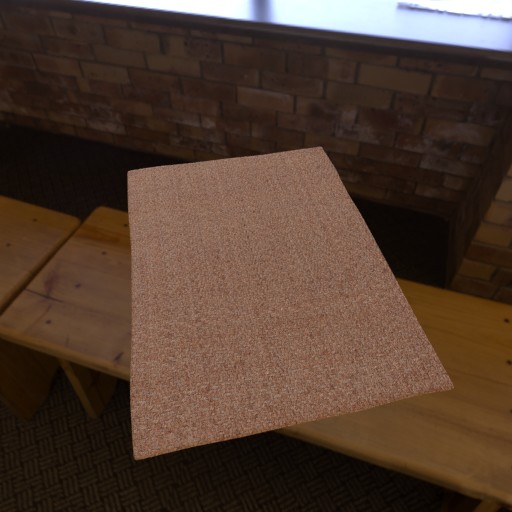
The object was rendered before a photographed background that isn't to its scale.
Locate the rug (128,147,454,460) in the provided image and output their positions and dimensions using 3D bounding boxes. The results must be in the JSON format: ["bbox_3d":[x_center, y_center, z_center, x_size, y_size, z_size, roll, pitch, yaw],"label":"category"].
[{"bbox_3d":[0.000,0.000,2.742,1.566,0.013,2.141,-9,47,-9],"label":"rug"}]
